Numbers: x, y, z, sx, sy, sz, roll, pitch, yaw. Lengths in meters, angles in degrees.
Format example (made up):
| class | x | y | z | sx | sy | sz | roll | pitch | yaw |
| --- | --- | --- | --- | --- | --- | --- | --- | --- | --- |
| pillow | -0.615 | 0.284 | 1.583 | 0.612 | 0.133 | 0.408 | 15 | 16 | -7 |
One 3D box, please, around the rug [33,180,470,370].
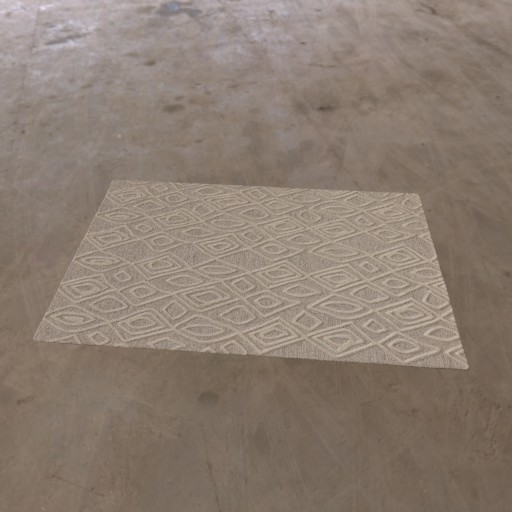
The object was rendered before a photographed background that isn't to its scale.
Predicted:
| class | x | y | z | sx | sy | sz | roll | pitch | yaw |
| --- | --- | --- | --- | --- | --- | --- | --- | --- | --- |
| rug | 0.000 | 0.000 | 2.989 | 2.442 | 0.010 | 1.546 | 3 | 46 | 3 |
